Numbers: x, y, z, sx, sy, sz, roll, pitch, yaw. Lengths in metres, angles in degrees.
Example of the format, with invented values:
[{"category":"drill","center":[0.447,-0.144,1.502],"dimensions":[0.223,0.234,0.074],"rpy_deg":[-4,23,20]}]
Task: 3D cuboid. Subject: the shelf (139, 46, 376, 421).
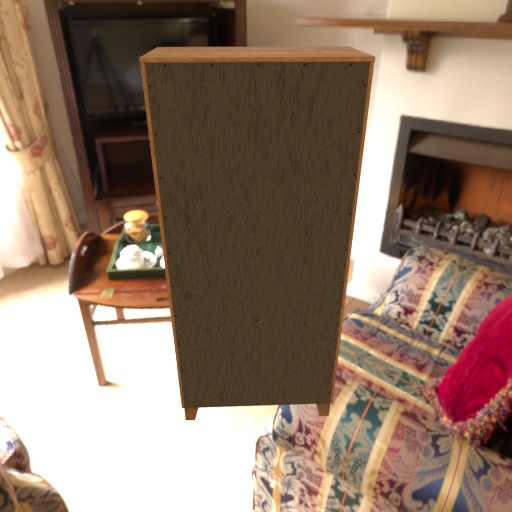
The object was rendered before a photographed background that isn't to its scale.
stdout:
[{"category":"shelf","center":[0.000,0.000,2.293],"dimensions":[0.864,1.930,0.453],"rpy_deg":[-1,30,-2]}]
